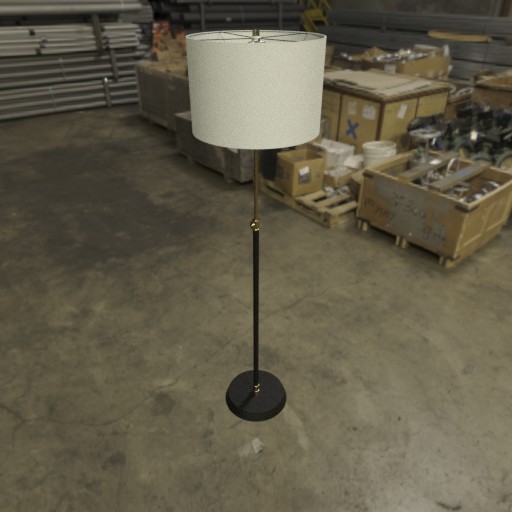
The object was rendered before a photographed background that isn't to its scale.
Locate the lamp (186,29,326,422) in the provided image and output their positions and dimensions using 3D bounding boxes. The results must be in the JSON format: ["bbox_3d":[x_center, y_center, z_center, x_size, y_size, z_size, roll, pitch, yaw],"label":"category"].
[{"bbox_3d":[0.000,0.000,1.663,0.404,1.517,0.404,-21,37,-30],"label":"lamp"}]
